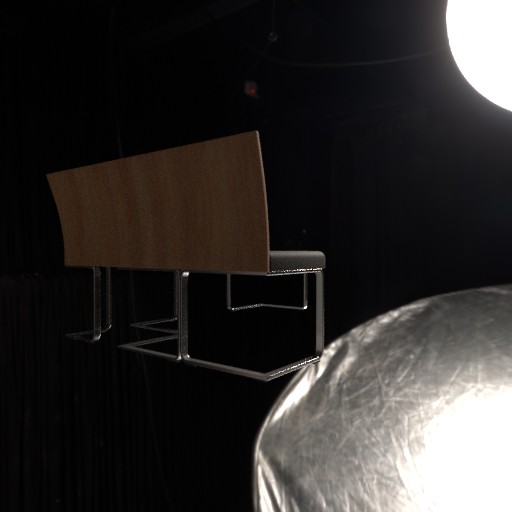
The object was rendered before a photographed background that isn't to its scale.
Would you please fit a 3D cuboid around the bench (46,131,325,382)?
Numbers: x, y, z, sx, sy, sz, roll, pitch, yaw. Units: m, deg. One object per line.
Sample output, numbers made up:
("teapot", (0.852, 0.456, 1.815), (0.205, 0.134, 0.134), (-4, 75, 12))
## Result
("bench", (0.000, 0.000, 2.823), (1.495, 0.930, 1.945), (0, 1, 38))
